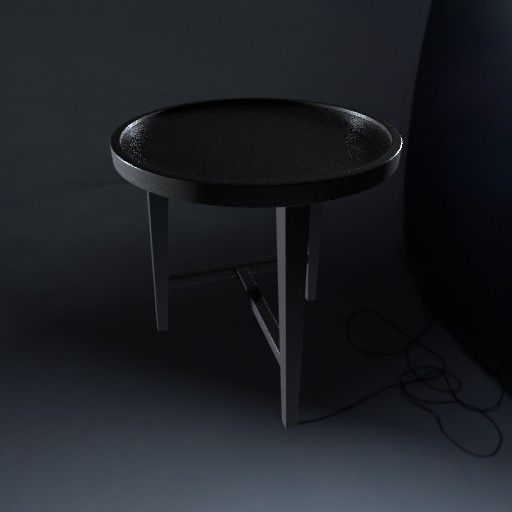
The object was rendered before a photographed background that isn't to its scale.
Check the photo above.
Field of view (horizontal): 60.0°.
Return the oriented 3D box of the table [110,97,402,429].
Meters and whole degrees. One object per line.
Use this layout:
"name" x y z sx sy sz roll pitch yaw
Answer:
"table" 0.000 0.000 0.929 0.500 0.531 0.500 0 32 0
